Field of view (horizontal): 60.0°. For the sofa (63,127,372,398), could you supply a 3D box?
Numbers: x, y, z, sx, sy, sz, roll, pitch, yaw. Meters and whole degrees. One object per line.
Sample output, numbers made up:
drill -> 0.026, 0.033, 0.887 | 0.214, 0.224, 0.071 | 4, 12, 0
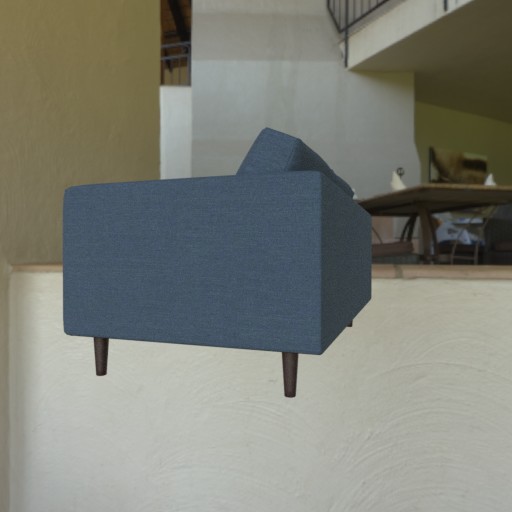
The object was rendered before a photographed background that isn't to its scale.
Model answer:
sofa -> 0.000, 0.000, 2.249 | 0.999, 0.907, 1.659 | 0, 1, 20
